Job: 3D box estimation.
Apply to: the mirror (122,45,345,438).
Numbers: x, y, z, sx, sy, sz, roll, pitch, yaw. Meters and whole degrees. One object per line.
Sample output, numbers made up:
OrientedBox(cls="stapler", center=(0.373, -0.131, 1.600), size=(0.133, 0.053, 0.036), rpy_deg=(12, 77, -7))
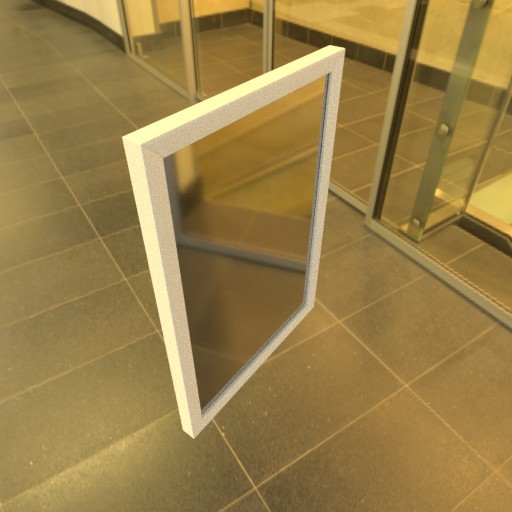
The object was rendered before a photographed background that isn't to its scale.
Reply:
OrientedBox(cls="mirror", center=(0.000, 0.000, 0.924), size=(0.040, 0.710, 0.507), rpy_deg=(26, 47, 28))
